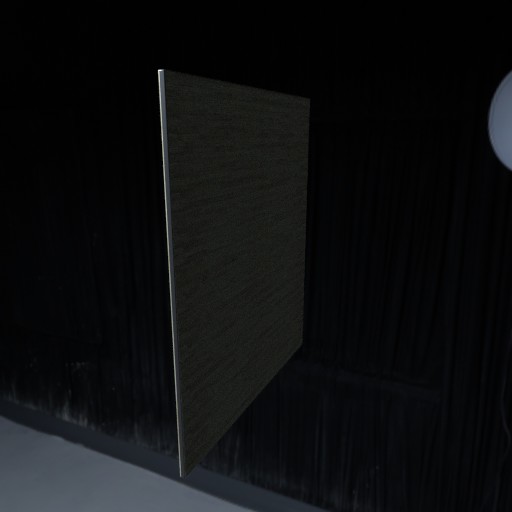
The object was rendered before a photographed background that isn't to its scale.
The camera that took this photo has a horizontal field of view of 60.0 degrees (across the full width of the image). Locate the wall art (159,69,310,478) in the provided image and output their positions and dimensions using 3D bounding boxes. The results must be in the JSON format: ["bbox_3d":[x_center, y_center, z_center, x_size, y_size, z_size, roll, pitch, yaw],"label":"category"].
[{"bbox_3d":[0.000,0.000,0.786,0.009,0.559,0.483,8,17,26],"label":"wall art"}]
